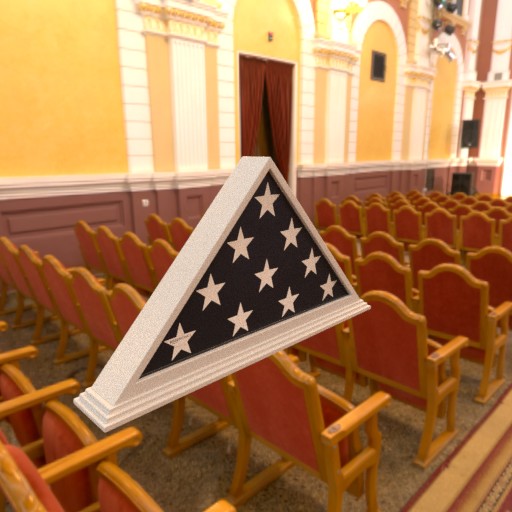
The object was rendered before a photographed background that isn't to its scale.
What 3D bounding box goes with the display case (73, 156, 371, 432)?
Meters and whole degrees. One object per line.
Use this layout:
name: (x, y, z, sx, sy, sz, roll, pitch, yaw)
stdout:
display case: (0.000, 0.000, 0.779, 0.640, 0.340, 0.095, -13, 19, -43)
